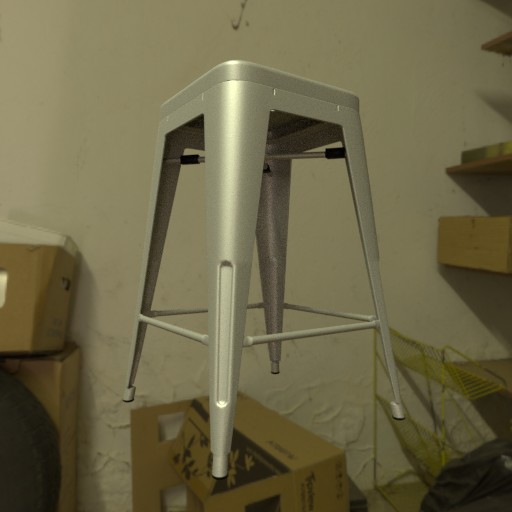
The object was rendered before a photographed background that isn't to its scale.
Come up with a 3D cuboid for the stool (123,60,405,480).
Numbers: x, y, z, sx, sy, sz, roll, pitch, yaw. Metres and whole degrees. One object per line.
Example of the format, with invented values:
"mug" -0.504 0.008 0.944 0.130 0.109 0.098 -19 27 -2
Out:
"stool" 0.000 0.000 0.877 0.406 0.610 0.406 0 0 -34
